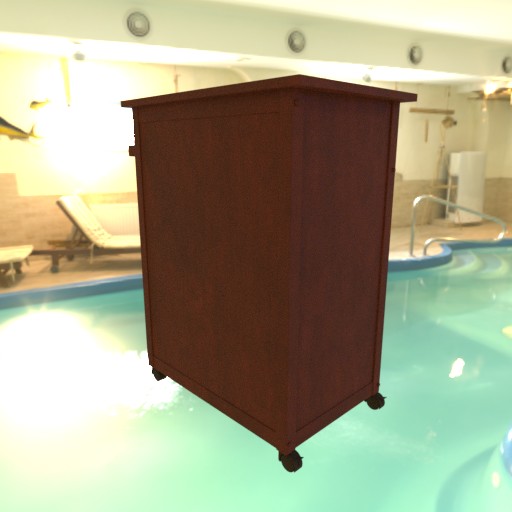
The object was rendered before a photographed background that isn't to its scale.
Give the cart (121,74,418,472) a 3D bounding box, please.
[{"bbox_3d":[0.000,0.000,1.279,0.442,0.864,0.683,-13,19,-42],"label":"cart"}]
